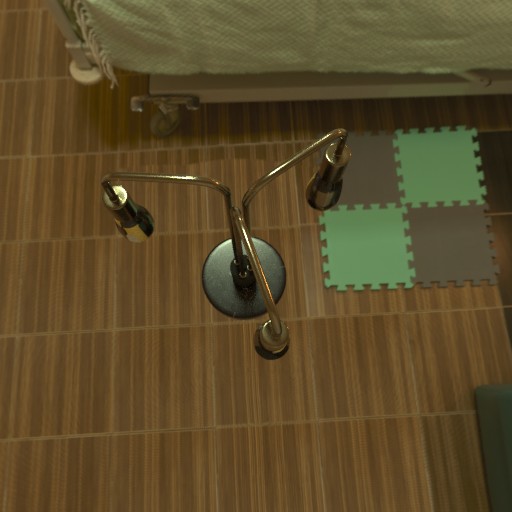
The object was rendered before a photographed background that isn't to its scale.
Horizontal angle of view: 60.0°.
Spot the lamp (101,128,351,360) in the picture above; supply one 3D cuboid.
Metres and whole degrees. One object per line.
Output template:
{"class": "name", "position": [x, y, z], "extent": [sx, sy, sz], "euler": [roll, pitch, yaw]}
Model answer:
{"class": "lamp", "position": [0.000, 0.000, 0.820], "extent": [0.368, 0.560, 0.355], "euler": [-32, 78, -8]}
